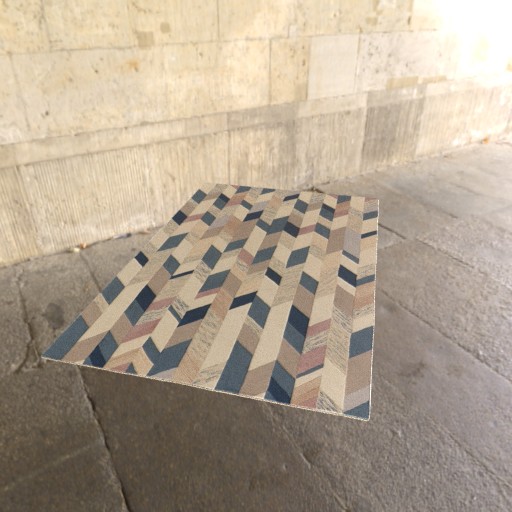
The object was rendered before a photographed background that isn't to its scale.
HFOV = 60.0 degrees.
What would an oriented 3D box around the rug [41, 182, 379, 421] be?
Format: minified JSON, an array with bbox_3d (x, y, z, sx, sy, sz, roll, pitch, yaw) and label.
[{"bbox_3d":[0.000,0.000,2.272,1.202,0.006,1.813,7,31,12],"label":"rug"}]
